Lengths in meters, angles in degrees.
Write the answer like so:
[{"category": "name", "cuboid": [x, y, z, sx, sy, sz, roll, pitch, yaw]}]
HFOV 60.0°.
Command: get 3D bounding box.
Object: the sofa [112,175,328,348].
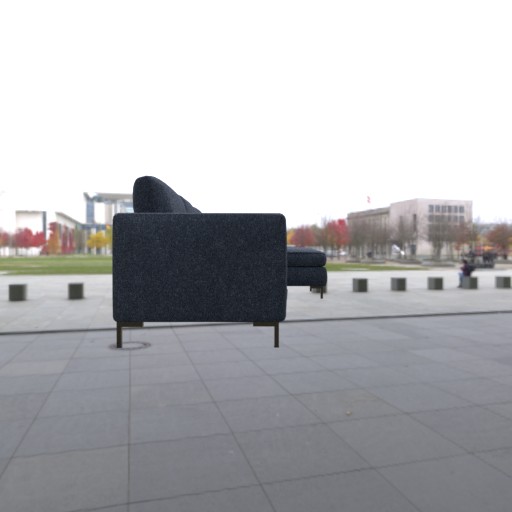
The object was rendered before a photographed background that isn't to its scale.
[{"category": "sofa", "cuboid": [0.000, 0.000, 3.444, 1.350, 0.810, 2.932, 0, 1, -1]}]
